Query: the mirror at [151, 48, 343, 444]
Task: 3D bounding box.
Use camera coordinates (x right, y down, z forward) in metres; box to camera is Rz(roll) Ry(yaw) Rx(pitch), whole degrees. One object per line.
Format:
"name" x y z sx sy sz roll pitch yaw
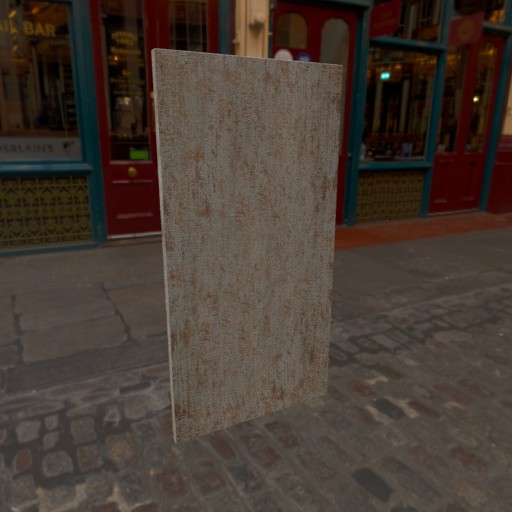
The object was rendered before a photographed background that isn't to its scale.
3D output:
"mirror" 0.000 0.000 1.121 0.472 0.922 0.027 -8 17 -27
